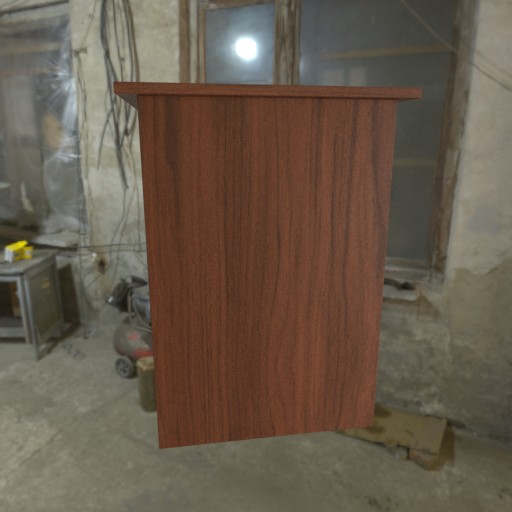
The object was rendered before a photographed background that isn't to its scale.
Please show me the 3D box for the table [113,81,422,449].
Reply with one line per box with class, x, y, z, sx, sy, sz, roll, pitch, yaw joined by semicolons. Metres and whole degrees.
table;0.000;0.000;0.937;0.480;0.636;0.381;-2;15;-9
